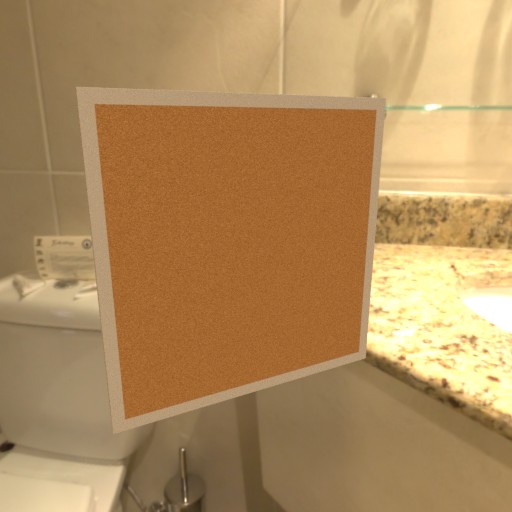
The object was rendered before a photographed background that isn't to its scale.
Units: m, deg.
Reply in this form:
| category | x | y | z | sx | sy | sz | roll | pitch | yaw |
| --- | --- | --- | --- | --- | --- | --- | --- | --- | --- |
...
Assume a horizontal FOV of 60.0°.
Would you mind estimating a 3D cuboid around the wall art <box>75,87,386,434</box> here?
| category | x | y | z | sx | sy | sz | roll | pitch | yaw |
| --- | --- | --- | --- | --- | --- | --- | --- | --- | --- |
| wall art | 0.000 | 0.000 | 0.663 | 0.456 | 0.457 | 0.009 | -8 | 18 | -26 |
